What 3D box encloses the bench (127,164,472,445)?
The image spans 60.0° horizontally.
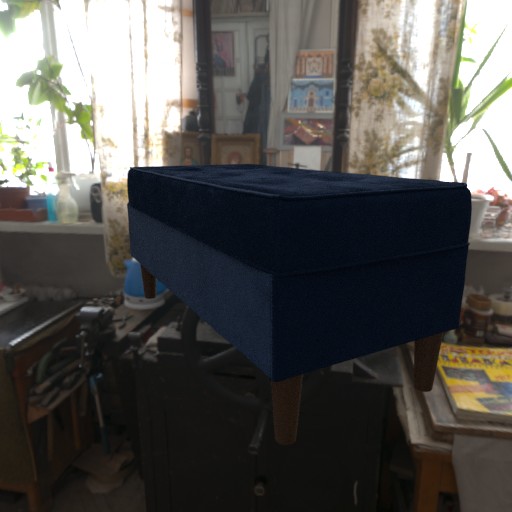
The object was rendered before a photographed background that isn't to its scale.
[{"bbox_3d":[0.000,0.000,1.263,0.489,0.467,1.010,-8,16,-28],"label":"bench"}]
